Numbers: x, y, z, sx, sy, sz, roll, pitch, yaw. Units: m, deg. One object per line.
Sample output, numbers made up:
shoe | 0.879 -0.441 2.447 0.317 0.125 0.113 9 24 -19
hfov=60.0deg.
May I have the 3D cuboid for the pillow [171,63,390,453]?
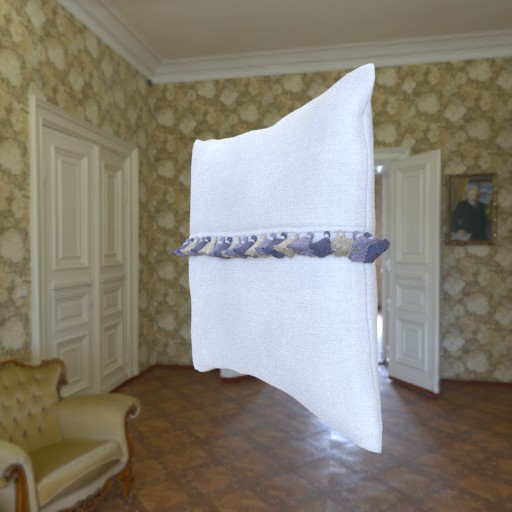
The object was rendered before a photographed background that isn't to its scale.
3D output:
pillow | 0.000 0.000 0.721 0.165 0.481 0.489 0 0 -35
